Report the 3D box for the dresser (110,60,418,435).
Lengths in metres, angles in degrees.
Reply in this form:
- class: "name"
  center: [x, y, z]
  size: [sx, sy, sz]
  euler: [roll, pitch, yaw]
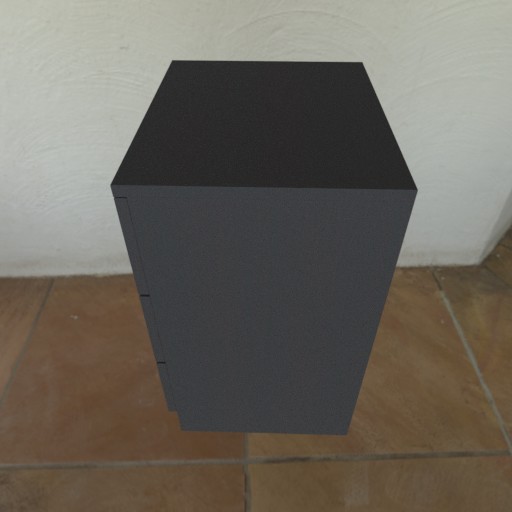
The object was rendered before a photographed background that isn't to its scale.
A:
- class: "dresser"
  center: [0.000, 0.000, 0.816]
  size: [0.360, 0.560, 0.400]
  euler: [1, 42, 1]
